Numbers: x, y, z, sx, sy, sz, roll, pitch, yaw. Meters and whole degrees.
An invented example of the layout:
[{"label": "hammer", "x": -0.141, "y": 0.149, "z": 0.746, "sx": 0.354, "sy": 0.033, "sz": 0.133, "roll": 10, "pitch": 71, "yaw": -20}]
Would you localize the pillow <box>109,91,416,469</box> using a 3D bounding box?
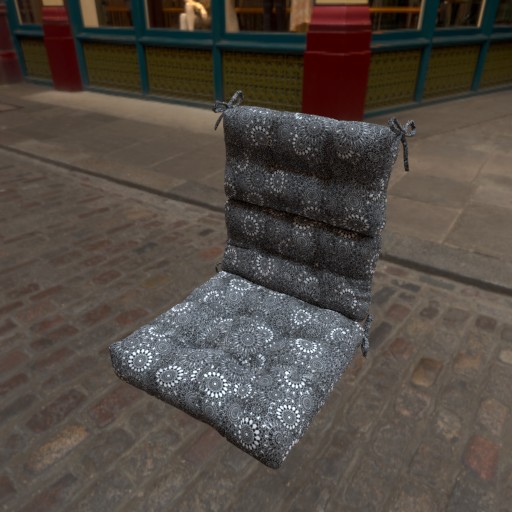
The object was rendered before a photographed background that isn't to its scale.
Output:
[{"label": "pillow", "x": 0.000, "y": 0.000, "z": 1.020, "sx": 0.519, "sy": 0.605, "sz": 0.571, "roll": 19, "pitch": 35, "yaw": 29}]
